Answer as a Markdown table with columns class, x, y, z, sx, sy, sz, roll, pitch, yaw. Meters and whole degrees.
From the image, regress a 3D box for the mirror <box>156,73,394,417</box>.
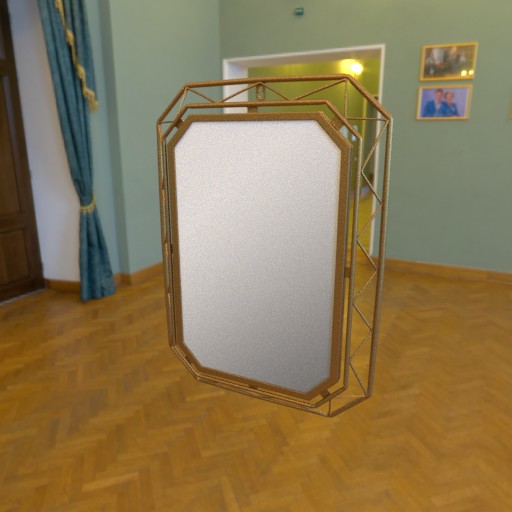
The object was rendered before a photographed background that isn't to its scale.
| class | x | y | z | sx | sy | sz | roll | pitch | yaw |
| --- | --- | --- | --- | --- | --- | --- | --- | --- | --- |
| mirror | 0.000 | 0.000 | 0.745 | 0.417 | 0.566 | 0.042 | 7 | 17 | 25 |
